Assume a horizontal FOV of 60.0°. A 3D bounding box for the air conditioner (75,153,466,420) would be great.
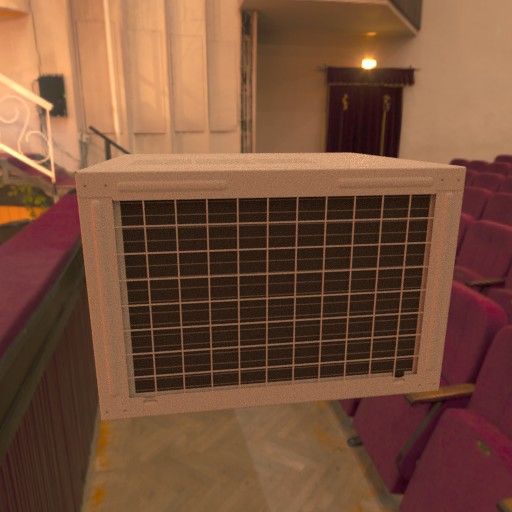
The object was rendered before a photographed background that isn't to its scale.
[{"bbox_3d":[0.000,0.000,1.056,0.645,0.455,0.599,-2,16,-8],"label":"air conditioner"}]
